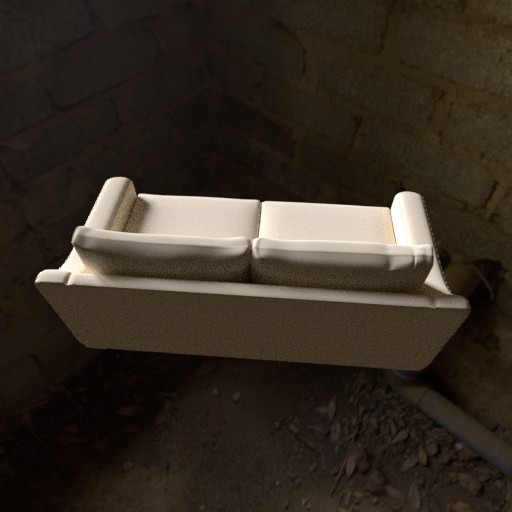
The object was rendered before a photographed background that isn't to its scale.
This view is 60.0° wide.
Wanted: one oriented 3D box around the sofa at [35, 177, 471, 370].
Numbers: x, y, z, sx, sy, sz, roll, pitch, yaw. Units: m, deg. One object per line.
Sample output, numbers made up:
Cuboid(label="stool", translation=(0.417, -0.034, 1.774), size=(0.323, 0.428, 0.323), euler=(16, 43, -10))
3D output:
Cuboid(label="sofa", translation=(0.000, 0.000, 2.339), size=(1.812, 0.830, 0.949), euler=(3, 48, 3))
